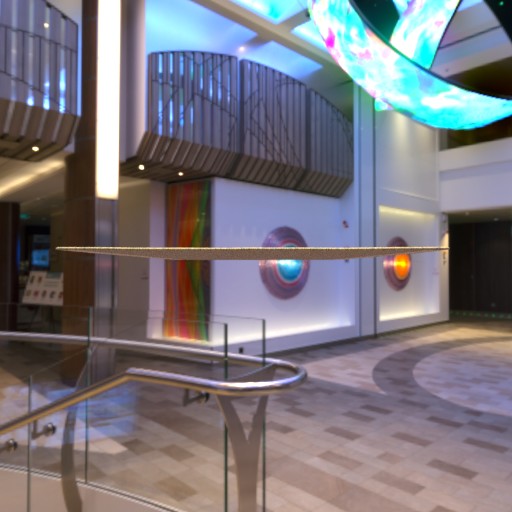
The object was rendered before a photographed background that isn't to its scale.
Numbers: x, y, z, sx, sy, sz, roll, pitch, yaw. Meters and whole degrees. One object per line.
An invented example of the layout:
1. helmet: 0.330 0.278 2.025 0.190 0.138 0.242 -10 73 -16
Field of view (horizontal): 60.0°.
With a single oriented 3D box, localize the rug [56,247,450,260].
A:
1. rug: 0.000 0.000 2.326 1.250 0.015 1.850 0 -1 1
